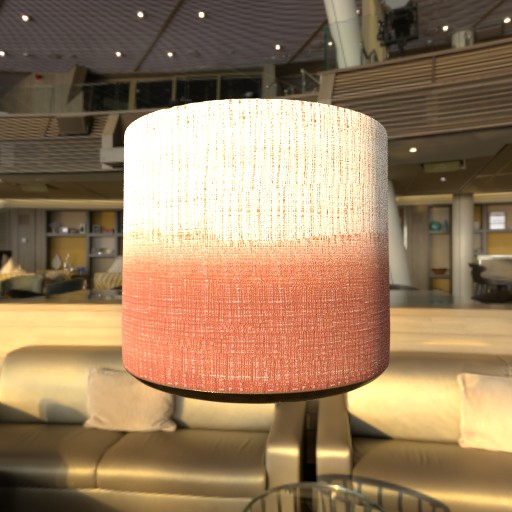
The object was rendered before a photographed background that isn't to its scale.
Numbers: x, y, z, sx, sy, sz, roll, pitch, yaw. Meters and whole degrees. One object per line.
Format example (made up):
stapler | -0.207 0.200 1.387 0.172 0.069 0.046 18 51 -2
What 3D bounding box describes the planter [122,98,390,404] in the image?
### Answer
planter | 0.000 0.000 0.307 0.178 0.157 0.178 0 0 0
